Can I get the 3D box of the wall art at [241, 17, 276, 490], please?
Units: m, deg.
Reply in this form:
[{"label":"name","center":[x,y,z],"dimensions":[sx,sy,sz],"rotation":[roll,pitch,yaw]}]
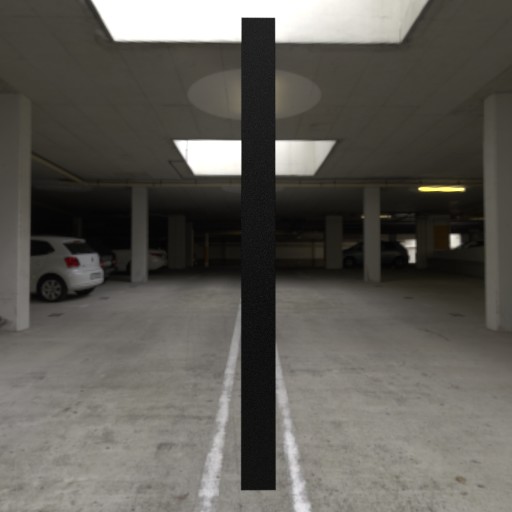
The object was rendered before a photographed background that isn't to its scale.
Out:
[{"label":"wall art","center":[0.000,0.000,0.519],"dimensions":[0.028,0.380,0.325],"rotation":[0,-2,-1]}]
